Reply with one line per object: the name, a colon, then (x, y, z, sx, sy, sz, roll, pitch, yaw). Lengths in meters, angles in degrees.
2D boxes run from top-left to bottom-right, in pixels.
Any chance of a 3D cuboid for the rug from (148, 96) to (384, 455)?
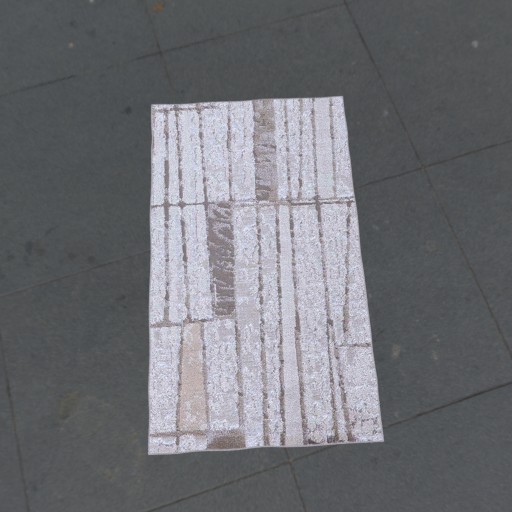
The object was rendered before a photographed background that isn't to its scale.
rug: (0.000, 0.000, 1.073, 0.515, 0.007, 0.867, -3, 75, -1)
